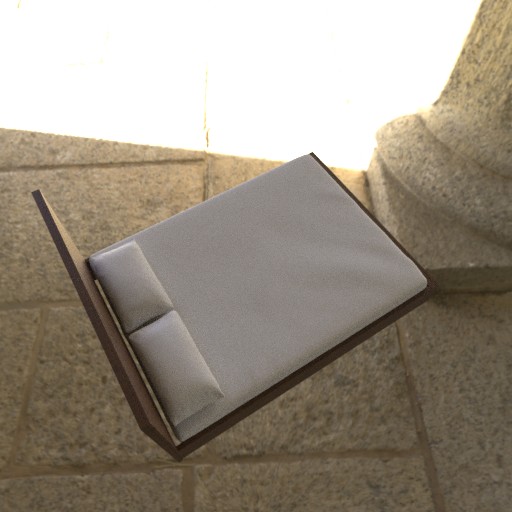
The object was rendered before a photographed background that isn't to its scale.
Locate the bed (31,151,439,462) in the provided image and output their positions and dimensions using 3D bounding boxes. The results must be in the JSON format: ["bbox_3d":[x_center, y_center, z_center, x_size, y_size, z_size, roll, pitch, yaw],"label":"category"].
[{"bbox_3d":[0.000,0.000,3.145,2.221,1.169,1.613,-28,63,-16],"label":"bed"}]
